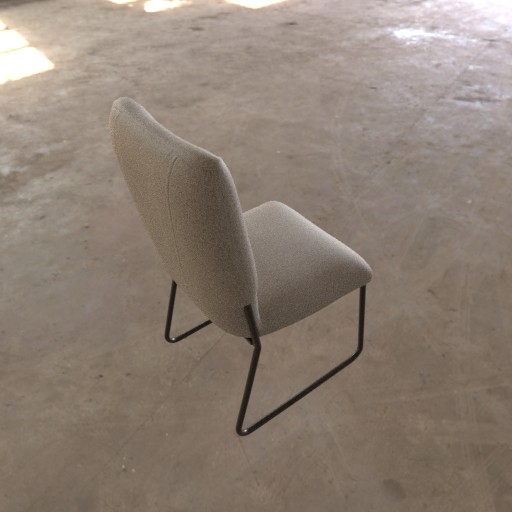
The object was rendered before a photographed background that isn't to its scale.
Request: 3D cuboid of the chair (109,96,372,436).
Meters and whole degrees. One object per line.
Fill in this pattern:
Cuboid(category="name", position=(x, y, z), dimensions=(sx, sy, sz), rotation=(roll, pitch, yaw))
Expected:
Cuboid(category="chair", position=(0.000, 0.000, 1.205), dimensions=(0.560, 0.864, 0.448), rotation=(-26, 46, -28))
